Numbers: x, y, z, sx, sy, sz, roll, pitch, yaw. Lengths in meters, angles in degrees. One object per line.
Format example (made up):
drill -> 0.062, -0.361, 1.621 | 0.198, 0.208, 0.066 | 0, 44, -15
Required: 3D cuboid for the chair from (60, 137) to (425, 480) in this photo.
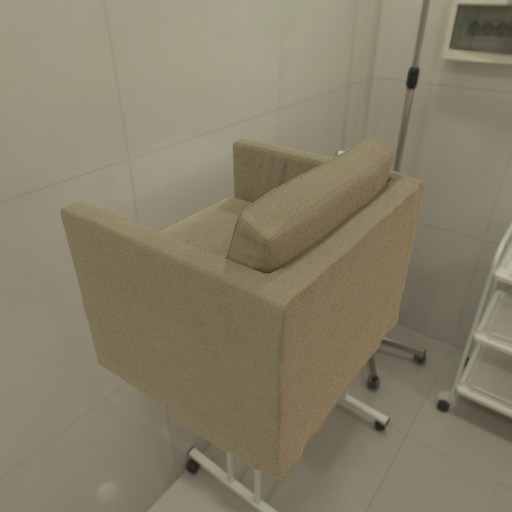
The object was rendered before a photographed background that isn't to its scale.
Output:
chair -> 0.000, 0.000, 1.757 | 0.949, 0.863, 1.057 | 21, 37, 30
